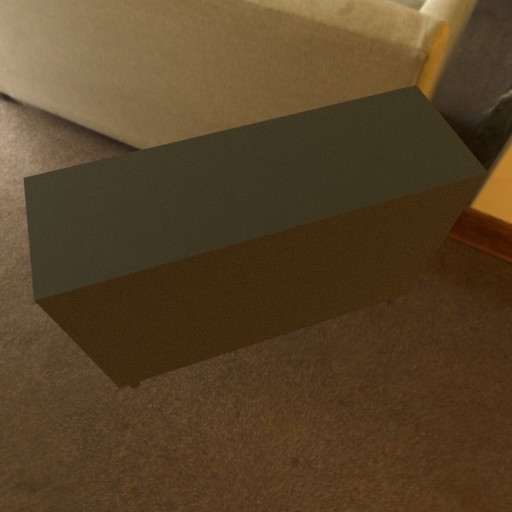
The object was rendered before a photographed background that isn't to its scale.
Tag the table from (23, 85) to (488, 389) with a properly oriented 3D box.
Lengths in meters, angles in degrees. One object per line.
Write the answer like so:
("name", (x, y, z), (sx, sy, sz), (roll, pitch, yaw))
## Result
("table", (0.000, 0.000, 1.569), (1.200, 0.855, 0.400), (-16, 60, -10))
